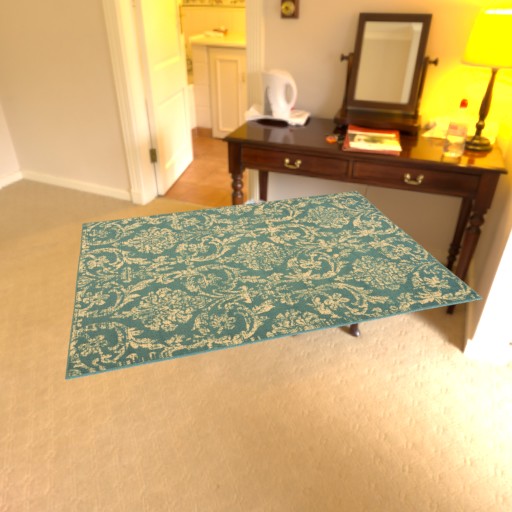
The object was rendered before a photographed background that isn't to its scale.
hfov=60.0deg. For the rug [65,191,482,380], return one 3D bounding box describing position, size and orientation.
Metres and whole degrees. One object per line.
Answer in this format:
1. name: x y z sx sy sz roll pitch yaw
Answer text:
1. rug: 0.000 0.000 2.865 2.205 0.012 1.554 -8 33 -13
